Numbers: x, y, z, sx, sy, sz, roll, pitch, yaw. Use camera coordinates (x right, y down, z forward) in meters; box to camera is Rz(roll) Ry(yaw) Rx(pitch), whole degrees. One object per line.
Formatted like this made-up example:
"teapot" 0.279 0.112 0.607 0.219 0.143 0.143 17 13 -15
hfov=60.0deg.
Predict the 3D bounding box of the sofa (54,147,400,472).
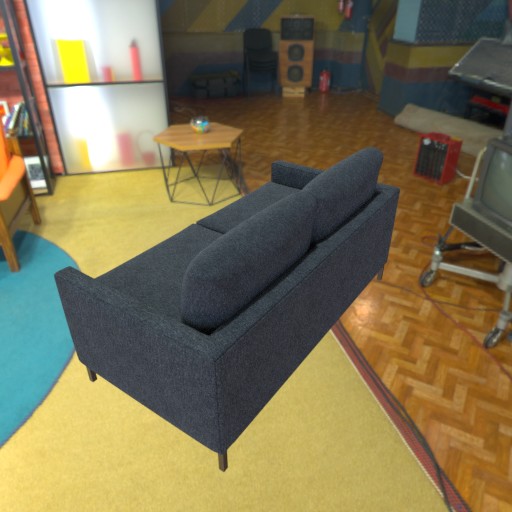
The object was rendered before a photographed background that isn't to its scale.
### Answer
"sofa" 0.000 0.000 2.271 0.866 0.862 1.716 20 37 29
